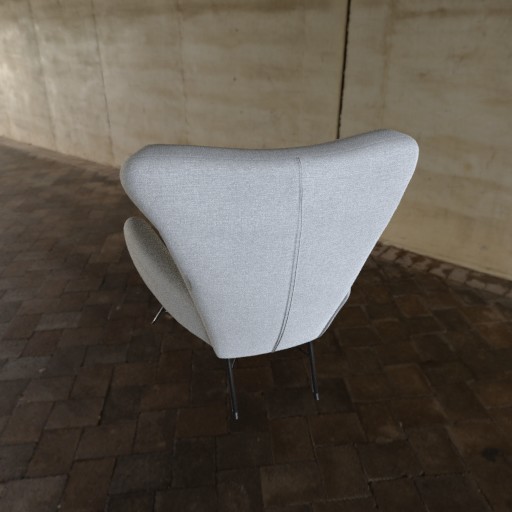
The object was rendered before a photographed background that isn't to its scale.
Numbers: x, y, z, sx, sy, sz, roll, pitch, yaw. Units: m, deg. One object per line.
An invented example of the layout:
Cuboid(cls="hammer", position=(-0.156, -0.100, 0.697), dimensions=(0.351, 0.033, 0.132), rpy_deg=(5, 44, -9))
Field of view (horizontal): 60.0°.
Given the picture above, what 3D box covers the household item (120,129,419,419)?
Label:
Cuboid(cls="household item", position=(0.000, 0.000, 1.786), dimensions=(0.980, 1.050, 0.900), rpy_deg=(-8, 27, -17))
